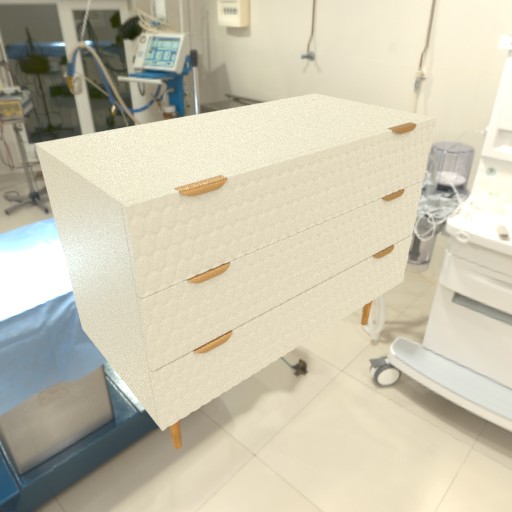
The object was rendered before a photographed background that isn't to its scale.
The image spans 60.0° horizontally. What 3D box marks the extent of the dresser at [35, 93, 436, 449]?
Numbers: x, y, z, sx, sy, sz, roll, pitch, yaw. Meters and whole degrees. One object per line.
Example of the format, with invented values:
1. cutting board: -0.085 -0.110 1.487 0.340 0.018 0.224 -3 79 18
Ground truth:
1. dresser: 0.000 0.000 1.273 0.905 0.721 0.457 -23 38 -34
